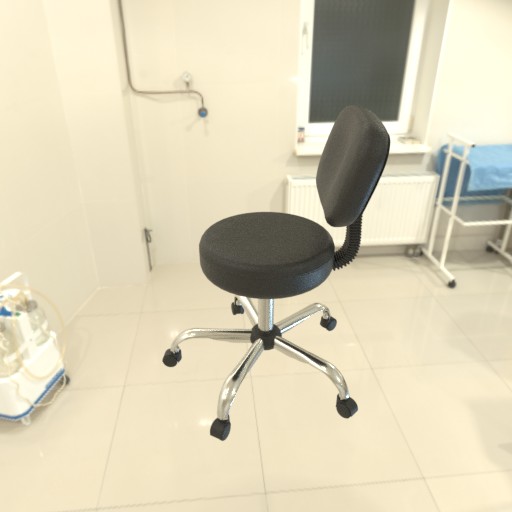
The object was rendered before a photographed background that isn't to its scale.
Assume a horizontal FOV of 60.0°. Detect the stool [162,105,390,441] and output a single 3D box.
[{"bbox_3d":[0.000,0.000,1.354,0.648,0.862,0.673,1,28,1],"label":"stool"}]
